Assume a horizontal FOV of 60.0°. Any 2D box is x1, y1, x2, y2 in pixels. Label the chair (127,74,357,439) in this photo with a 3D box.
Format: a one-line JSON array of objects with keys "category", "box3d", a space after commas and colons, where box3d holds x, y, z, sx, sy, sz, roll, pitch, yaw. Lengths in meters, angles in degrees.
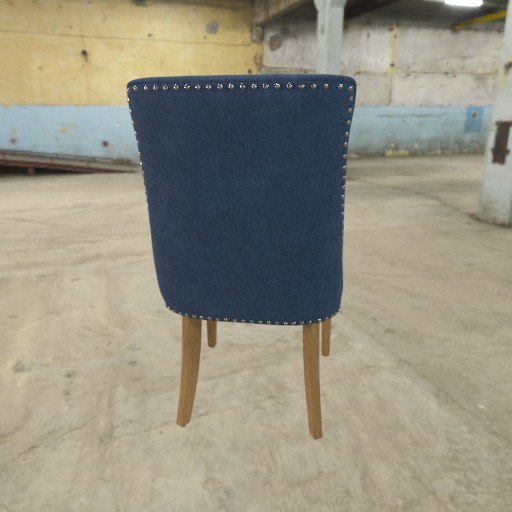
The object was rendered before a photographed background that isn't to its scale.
[{"category": "chair", "box3d": [0.000, 0.000, 1.254, 0.495, 0.902, 0.610, 3, 17, 9]}]
